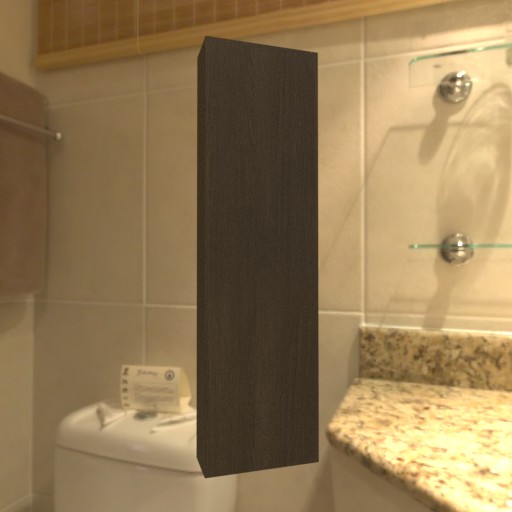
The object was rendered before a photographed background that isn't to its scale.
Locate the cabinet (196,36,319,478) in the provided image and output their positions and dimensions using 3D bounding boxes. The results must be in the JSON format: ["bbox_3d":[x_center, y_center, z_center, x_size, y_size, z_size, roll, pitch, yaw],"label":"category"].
[{"bbox_3d":[0.000,0.000,1.975,0.500,1.790,0.230,0,-1,-17],"label":"cabinet"}]
